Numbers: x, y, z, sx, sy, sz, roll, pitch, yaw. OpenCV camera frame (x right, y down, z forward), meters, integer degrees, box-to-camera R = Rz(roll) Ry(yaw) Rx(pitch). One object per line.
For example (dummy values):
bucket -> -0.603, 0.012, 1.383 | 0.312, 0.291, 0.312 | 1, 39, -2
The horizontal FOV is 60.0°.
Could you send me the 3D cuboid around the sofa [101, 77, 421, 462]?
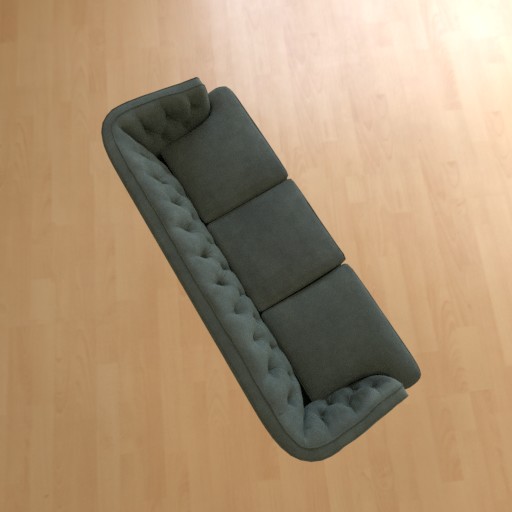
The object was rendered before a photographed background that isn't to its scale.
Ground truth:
sofa -> 0.000, 0.000, 2.775 | 0.941, 0.855, 2.278 | -31, 78, -7
